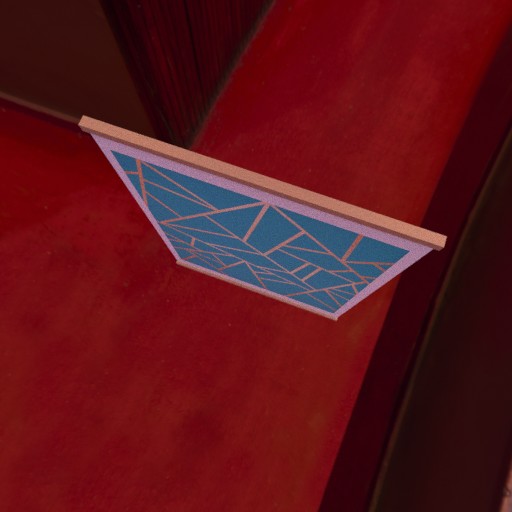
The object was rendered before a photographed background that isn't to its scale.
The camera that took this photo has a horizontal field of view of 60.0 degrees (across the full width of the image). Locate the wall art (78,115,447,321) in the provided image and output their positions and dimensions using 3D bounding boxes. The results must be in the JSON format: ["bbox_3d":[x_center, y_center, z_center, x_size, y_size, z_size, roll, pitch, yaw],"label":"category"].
[{"bbox_3d":[0.000,0.000,1.867,0.990,1.519,0.030,19,76,5],"label":"wall art"}]
